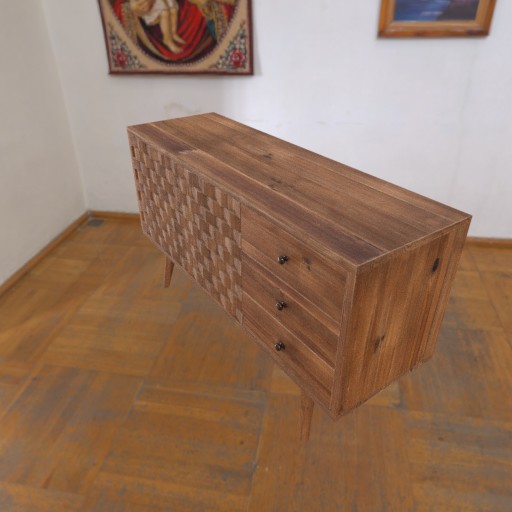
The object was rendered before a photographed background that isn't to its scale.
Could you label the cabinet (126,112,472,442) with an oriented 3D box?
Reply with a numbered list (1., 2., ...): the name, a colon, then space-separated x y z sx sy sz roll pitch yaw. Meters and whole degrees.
1. cabinet: 0.000 0.000 1.798 0.472 0.800 1.400 -20 37 -29
